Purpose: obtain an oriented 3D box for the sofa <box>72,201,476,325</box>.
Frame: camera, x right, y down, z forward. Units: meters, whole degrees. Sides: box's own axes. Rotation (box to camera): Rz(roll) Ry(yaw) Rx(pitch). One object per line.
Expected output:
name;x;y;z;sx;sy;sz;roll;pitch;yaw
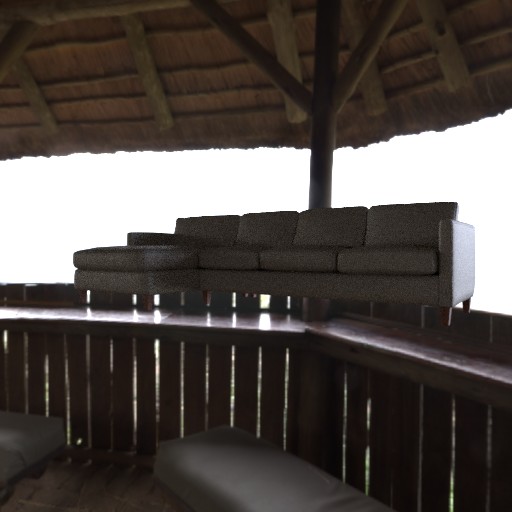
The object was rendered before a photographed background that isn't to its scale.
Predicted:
sofa;0.000;0.000;3.787;3.201;0.876;1.502;0;1;35
